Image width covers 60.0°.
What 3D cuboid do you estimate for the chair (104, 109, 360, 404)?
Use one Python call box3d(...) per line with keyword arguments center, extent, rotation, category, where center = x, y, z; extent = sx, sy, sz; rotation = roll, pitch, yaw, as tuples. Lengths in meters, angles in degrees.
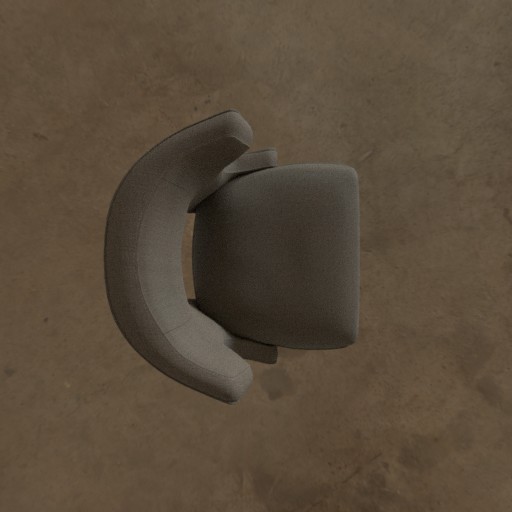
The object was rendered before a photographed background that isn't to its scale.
box3d(center=(0.000, 0.000, 1.245), extent=(0.581, 0.863, 0.595), rotation=(0, 90, -1), category="chair")
